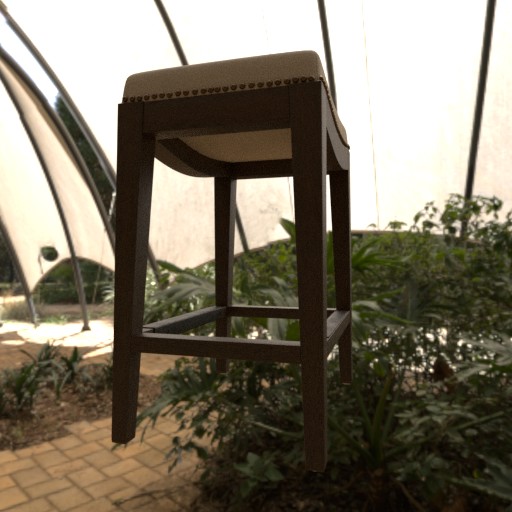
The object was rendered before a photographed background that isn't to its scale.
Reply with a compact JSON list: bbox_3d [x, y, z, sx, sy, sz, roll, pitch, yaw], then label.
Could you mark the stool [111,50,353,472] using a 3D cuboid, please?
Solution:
[{"bbox_3d":[0.000,0.000,0.937,0.361,0.642,0.500,0,0,17],"label":"stool"}]
